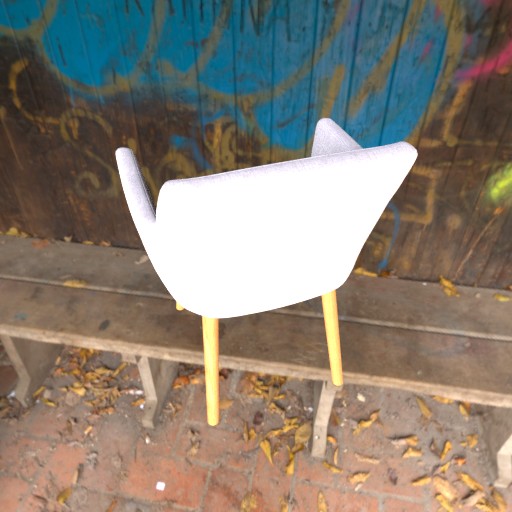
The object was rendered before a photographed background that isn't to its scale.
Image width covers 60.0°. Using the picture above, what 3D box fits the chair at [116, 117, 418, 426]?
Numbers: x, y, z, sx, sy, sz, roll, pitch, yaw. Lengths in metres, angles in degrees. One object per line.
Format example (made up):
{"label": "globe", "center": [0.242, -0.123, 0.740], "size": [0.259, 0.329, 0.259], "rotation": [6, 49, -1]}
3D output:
{"label": "chair", "center": [0.000, 0.000, 1.134], "size": [0.570, 0.780, 0.540], "rotation": [-12, 42, -14]}
